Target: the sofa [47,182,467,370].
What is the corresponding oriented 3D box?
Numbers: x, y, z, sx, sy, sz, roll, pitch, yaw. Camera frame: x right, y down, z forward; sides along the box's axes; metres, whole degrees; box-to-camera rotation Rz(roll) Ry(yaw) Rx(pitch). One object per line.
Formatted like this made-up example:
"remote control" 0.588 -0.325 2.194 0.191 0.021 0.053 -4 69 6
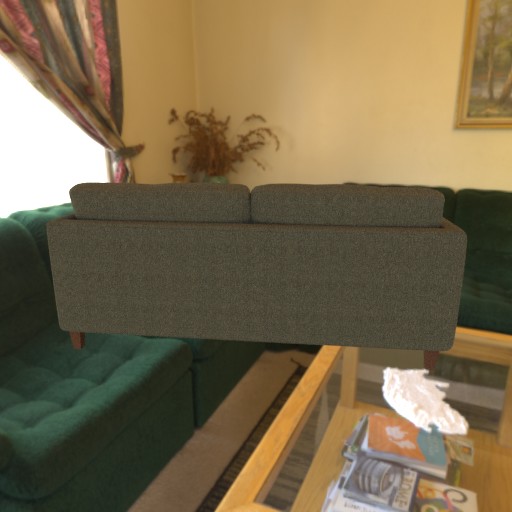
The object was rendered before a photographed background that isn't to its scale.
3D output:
"sofa" 0.000 0.000 2.777 2.208 0.965 0.948 2 16 6
